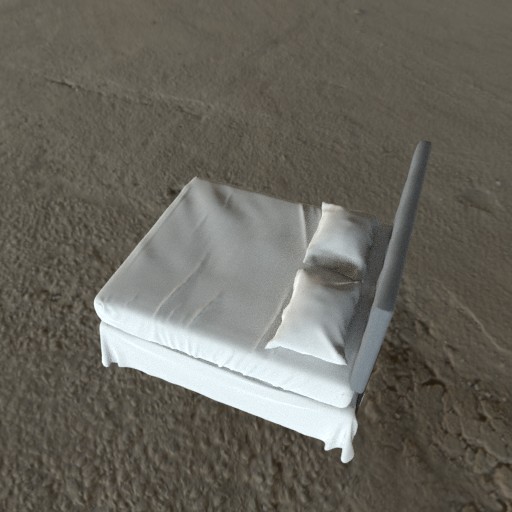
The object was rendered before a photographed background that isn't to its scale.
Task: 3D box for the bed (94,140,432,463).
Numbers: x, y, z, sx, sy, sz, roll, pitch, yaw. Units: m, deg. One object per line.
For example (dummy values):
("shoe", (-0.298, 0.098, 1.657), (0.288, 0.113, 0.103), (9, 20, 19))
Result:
("bed", (0.000, 0.000, 3.452), (2.222, 1.577, 1.936), (16, 48, 15))
